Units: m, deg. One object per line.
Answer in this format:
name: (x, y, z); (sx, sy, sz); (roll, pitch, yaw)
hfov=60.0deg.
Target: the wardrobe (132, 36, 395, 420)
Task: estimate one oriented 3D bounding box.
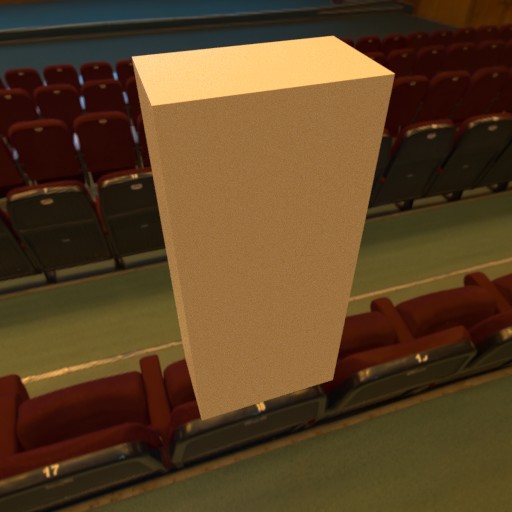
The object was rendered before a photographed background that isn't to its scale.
wardrobe: (0.000, 0.000, 2.026); (0.760, 1.700, 0.470); (-13, 43, -14)
